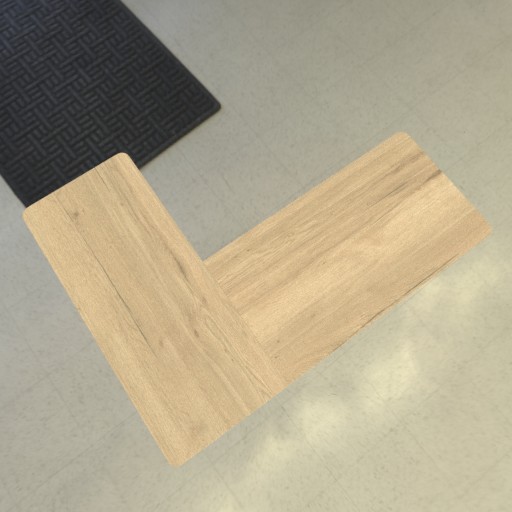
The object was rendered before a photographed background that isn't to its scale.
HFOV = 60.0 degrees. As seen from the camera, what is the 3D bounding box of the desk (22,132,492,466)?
[{"bbox_3d":[0.000,0.000,1.736,1.169,0.760,0.900,-34,77,-9],"label":"desk"}]
